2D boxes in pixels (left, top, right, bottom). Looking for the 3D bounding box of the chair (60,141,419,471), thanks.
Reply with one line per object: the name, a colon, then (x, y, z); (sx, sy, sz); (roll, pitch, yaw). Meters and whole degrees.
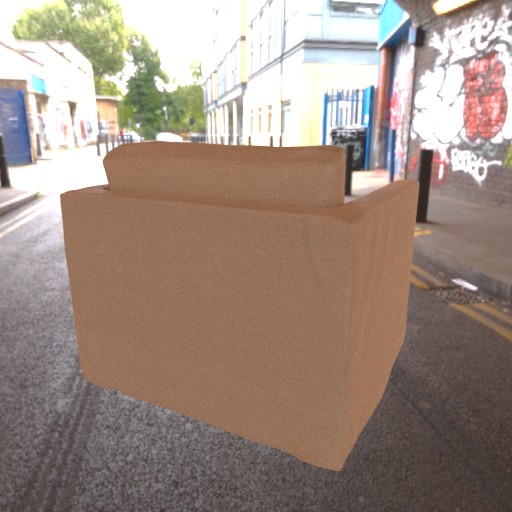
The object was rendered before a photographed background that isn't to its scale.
chair: (0.000, 0.000, 1.716); (1.057, 0.867, 0.949); (8, 18, 27)
